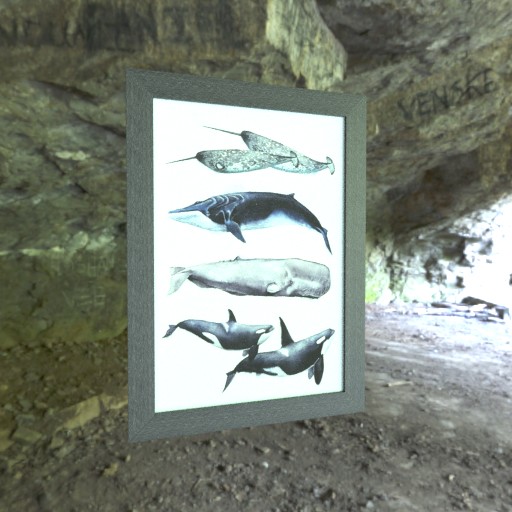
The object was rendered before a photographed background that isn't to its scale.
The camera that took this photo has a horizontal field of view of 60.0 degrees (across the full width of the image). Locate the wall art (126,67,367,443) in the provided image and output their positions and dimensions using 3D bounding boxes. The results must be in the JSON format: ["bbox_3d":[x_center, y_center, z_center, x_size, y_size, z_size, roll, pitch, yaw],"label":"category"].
[{"bbox_3d":[0.000,0.000,1.449,0.810,1.116,0.016,0,2,-18],"label":"wall art"}]
